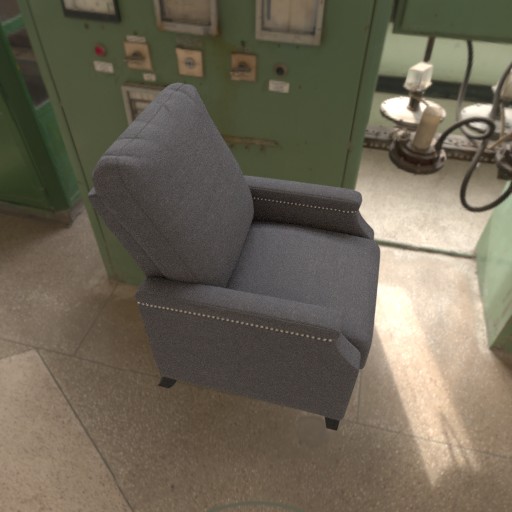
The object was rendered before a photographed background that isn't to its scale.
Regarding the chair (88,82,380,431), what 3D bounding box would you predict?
[{"bbox_3d":[0.000,0.000,1.657,0.922,1.049,0.710,11,46,10],"label":"chair"}]
